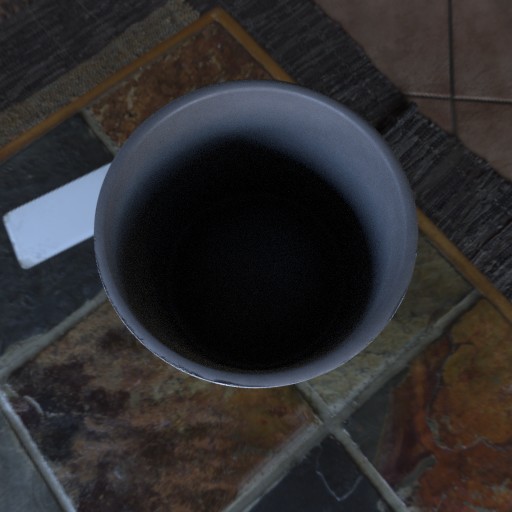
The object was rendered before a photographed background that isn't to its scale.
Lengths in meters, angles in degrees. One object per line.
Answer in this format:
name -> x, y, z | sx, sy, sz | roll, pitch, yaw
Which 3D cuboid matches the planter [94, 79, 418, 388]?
planter -> 0.000, 0.000, 0.391 | 0.221, 0.201, 0.221 | 0, 75, 0
